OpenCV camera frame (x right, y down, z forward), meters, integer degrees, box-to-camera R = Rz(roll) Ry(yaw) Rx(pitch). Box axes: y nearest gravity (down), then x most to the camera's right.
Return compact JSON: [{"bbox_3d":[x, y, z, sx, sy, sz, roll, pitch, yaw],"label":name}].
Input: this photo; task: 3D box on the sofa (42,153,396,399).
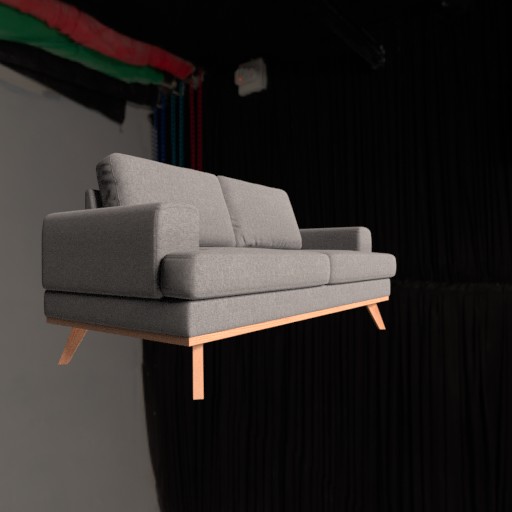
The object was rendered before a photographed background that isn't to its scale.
[{"bbox_3d":[0.000,0.000,2.059,0.785,0.810,1.650,0,0,36],"label":"sofa"}]
